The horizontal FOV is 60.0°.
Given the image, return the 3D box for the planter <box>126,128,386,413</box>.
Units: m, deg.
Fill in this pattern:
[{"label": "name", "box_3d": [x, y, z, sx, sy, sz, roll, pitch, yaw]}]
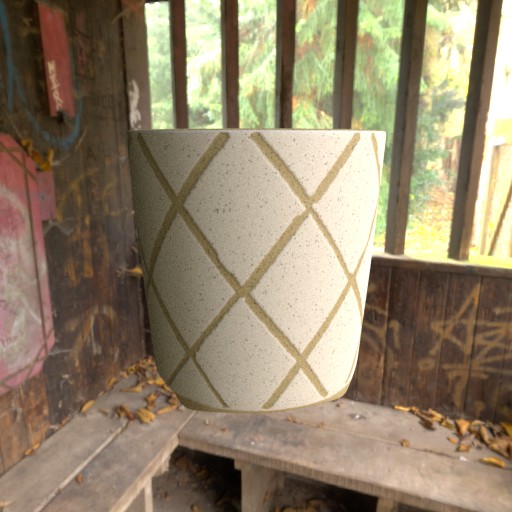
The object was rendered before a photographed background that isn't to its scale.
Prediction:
[{"label": "planter", "box_3d": [0.000, 0.000, 0.433, 0.228, 0.235, 0.228, 0, 15, 0]}]
